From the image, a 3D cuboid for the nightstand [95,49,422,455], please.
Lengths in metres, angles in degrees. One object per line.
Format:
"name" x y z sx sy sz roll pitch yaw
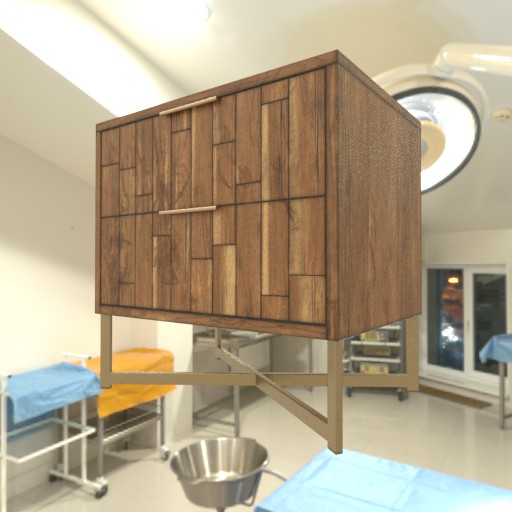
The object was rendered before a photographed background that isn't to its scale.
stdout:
"nightstand" 0.000 0.000 1.008 0.610 0.610 0.446 -1 -1 36
